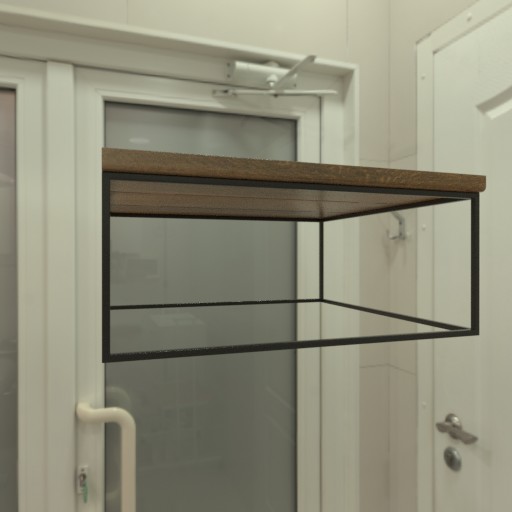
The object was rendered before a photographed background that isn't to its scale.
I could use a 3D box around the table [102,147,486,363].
[{"bbox_3d":[0.000,0.000,1.380,0.900,0.400,0.900,0,0,-19],"label":"table"}]
